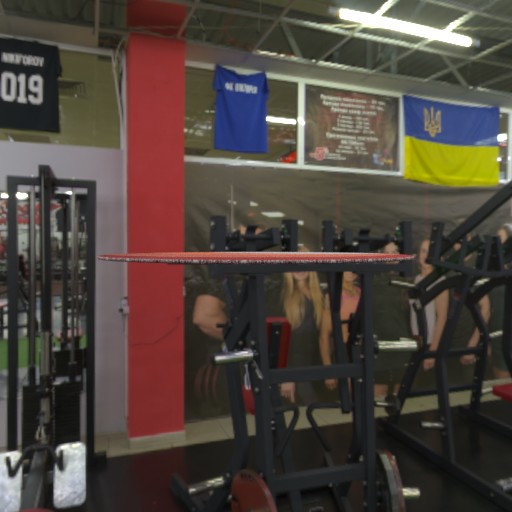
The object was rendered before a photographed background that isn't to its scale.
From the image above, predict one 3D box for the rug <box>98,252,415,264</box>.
[{"bbox_3d":[0.000,0.000,2.248,1.514,0.015,1.514,0,2,0],"label":"rug"}]
